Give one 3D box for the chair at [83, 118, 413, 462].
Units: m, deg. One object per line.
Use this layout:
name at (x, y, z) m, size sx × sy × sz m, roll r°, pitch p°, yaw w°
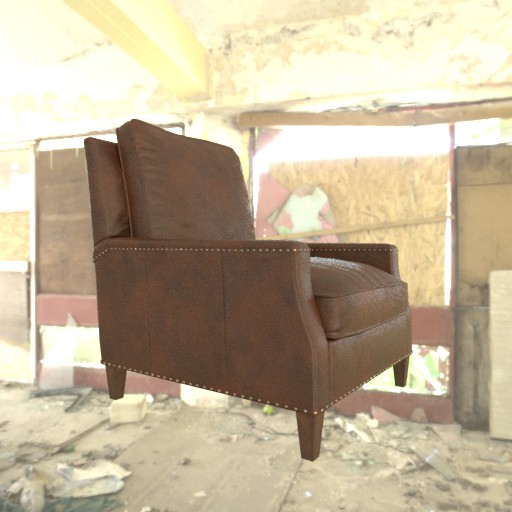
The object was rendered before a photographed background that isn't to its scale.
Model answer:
chair at (0.000, 0.000, 1.740) m, size 1.035 × 1.054 × 0.854 m, roll 1°, pitch 1°, yaw 35°
